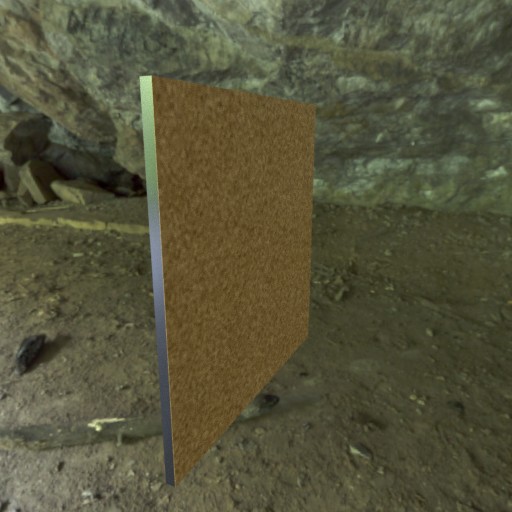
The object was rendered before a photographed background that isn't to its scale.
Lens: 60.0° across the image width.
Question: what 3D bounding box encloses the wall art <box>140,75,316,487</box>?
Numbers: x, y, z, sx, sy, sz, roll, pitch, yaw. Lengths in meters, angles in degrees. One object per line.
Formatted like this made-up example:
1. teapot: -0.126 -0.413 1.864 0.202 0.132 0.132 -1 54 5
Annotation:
1. wall art: 0.000 0.000 0.649 0.014 0.445 0.446 7 17 25
